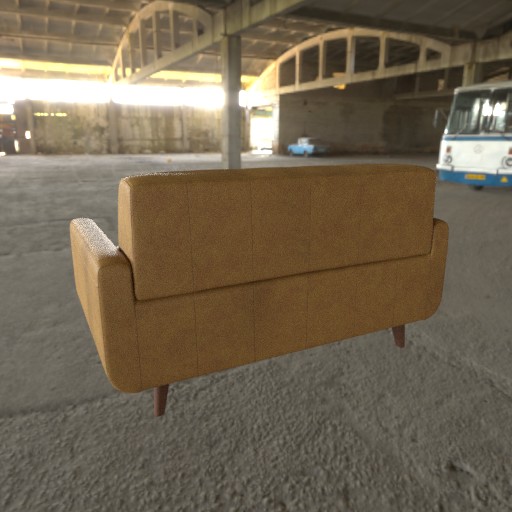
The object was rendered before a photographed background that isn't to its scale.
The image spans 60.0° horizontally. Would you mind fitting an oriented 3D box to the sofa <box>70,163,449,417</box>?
[{"bbox_3d":[0.000,0.000,2.238,1.651,0.925,0.952,-8,17,-26],"label":"sofa"}]
